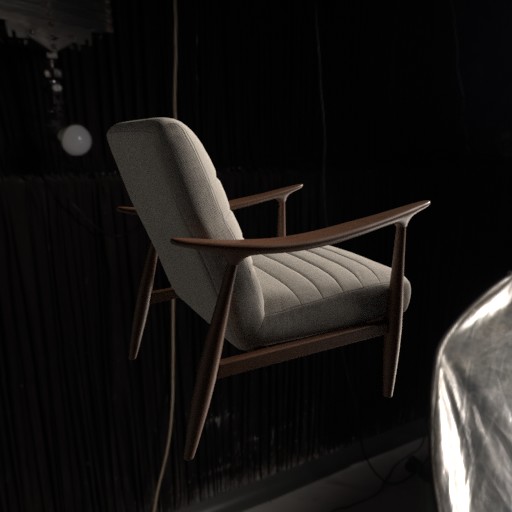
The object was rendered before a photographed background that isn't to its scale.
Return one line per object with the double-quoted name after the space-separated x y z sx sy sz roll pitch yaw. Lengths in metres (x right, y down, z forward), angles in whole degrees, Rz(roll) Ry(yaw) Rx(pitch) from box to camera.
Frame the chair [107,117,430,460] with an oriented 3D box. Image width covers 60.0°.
0.000 0.000 1.443 0.798 0.832 0.741 -7 16 -27 "chair"
